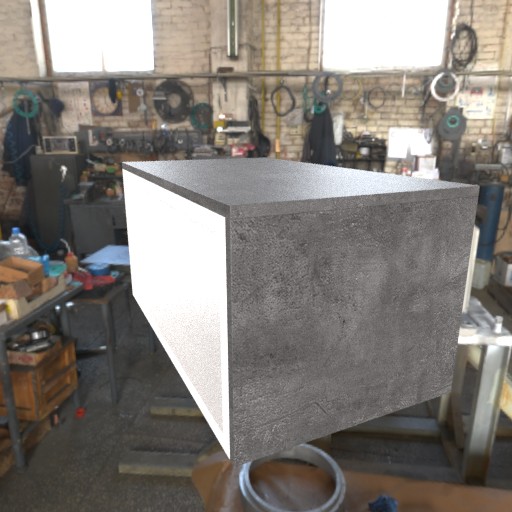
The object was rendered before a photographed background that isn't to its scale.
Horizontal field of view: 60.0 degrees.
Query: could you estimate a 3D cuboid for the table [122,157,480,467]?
[{"bbox_3d":[0.000,0.000,0.925,0.400,0.350,0.700,-8,18,-25],"label":"table"}]
